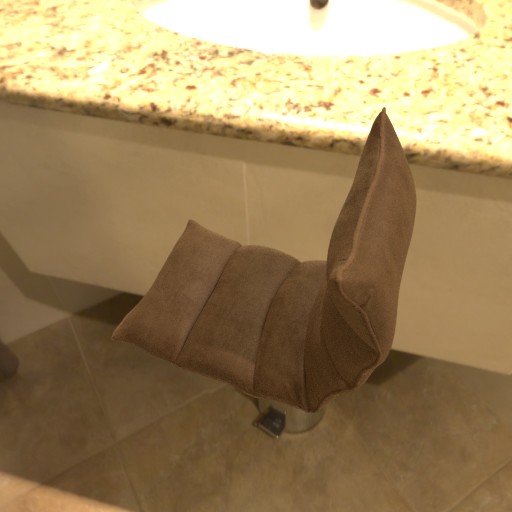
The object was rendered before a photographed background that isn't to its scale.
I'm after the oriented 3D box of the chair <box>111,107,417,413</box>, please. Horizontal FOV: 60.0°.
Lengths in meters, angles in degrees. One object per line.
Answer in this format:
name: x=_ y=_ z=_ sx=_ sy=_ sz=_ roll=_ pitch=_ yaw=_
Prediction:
chair: x=0.000 y=0.000 z=1.552 sx=0.985 sy=0.892 sz=0.714 roll=17 pitch=51 yaw=14
